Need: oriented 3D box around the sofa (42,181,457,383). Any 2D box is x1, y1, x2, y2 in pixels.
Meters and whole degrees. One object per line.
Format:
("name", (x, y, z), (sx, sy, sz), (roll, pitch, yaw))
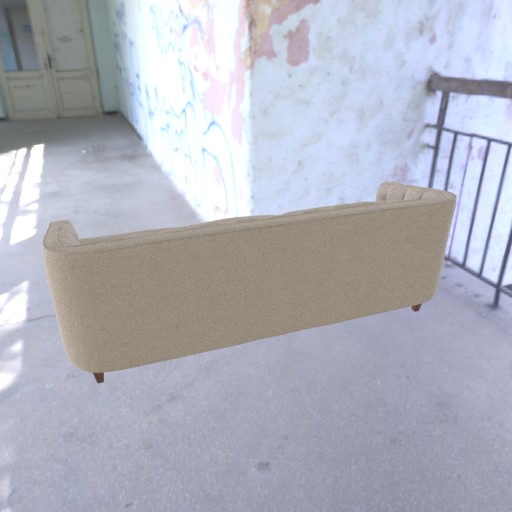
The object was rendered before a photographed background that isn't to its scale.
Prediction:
("sofa", (0.000, 0.000, 2.667), (2.235, 0.788, 0.913), (-9, 28, -18))
